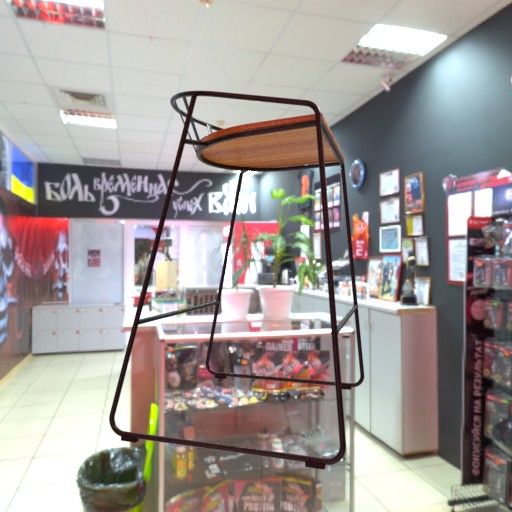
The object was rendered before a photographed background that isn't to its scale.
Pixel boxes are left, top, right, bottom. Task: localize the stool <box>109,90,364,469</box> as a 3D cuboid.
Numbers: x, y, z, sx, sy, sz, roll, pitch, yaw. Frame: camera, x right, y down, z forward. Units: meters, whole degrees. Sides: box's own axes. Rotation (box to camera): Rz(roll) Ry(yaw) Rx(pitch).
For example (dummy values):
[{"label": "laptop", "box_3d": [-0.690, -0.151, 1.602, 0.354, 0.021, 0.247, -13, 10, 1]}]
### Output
[{"label": "stool", "box_3d": [0.000, 0.000, 1.167, 0.521, 0.812, 0.546, 0, 0, 17]}]
